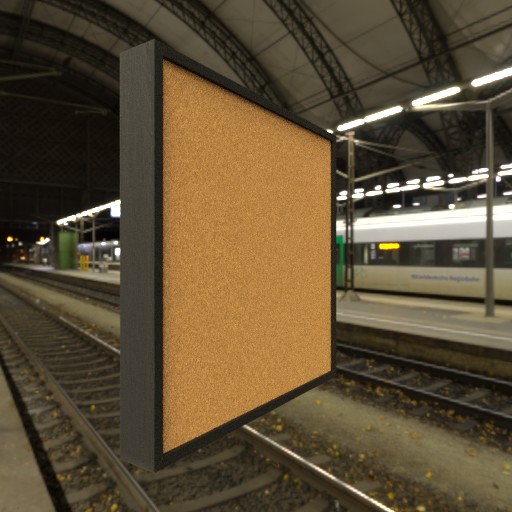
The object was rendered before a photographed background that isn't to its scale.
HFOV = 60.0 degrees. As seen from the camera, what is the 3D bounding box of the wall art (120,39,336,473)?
[{"bbox_3d":[0.000,0.000,0.448,0.037,0.305,0.305,0,0,35],"label":"wall art"}]
